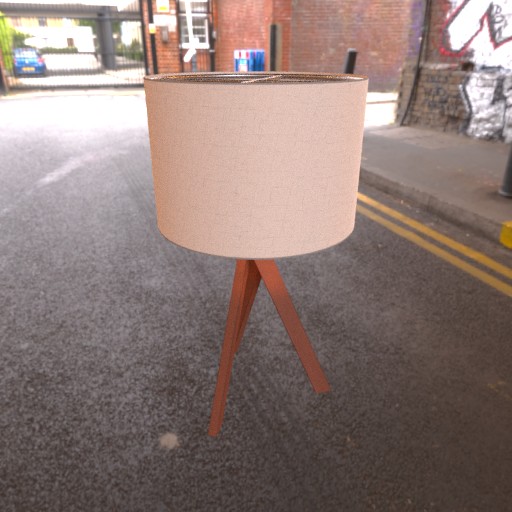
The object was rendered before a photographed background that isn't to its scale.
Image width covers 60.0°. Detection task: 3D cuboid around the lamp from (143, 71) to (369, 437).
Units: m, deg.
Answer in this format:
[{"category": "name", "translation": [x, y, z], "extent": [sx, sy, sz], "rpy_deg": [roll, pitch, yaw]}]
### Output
[{"category": "lamp", "translation": [0.000, 0.000, 0.910], "extent": [0.380, 0.686, 0.380], "rpy_deg": [8, 26, 16]}]
